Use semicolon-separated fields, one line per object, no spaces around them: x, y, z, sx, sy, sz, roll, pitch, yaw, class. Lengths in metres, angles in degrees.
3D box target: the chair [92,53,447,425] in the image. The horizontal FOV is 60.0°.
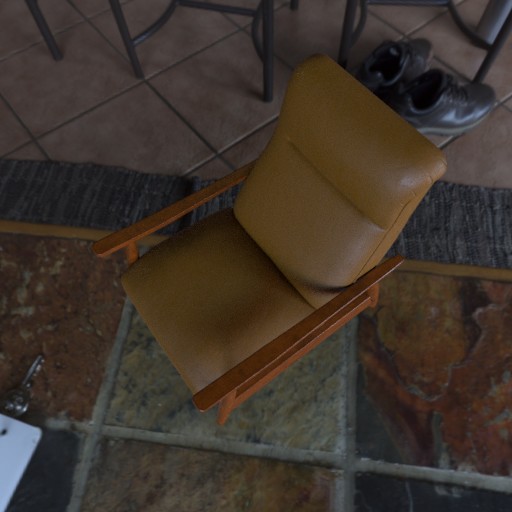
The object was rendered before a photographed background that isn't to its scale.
0.000;0.000;1.763;1.014;1.082;0.762;-34;68;-16;chair
